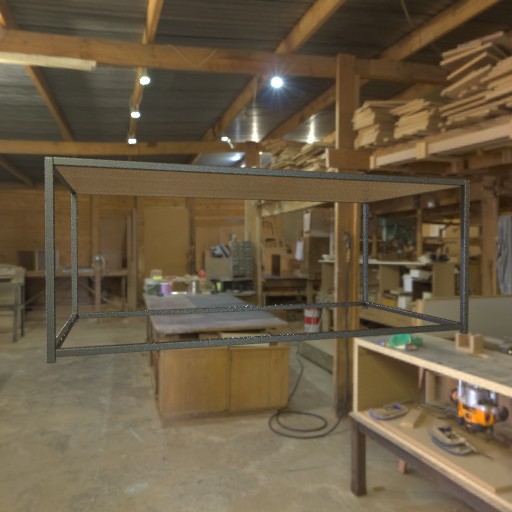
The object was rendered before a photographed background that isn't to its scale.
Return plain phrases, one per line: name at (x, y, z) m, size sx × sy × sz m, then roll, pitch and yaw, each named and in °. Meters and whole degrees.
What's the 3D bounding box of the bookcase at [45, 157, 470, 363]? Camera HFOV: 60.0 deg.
bookcase at (0.000, 0.000, 1.237) m, size 1.000 × 0.400 × 0.500 m, roll 0°, pitch 1°, yaw -17°
